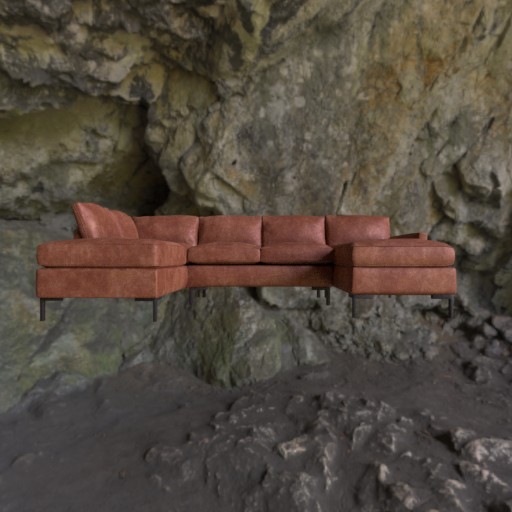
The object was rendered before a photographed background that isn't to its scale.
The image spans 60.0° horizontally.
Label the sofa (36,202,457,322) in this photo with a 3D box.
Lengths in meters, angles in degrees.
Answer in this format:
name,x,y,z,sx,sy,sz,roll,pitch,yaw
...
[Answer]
name,x,y,z,sx,sy,sz,roll,pitch,yaw
sofa,0.000,0.000,3.920,2.956,0.900,1.939,0,0,2
